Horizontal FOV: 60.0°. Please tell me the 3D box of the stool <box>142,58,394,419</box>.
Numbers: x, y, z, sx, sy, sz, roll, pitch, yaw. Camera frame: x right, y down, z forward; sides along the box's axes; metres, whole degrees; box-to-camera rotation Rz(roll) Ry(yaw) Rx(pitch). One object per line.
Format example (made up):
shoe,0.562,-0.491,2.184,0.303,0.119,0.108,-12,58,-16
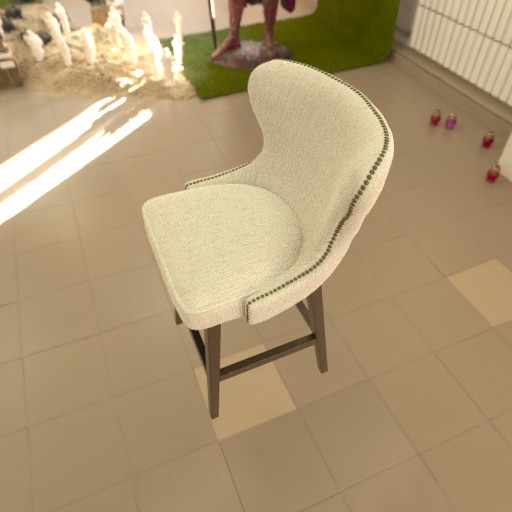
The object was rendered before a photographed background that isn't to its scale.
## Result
stool,0.000,0.000,1.385,0.597,0.972,0.615,-17,49,-16
